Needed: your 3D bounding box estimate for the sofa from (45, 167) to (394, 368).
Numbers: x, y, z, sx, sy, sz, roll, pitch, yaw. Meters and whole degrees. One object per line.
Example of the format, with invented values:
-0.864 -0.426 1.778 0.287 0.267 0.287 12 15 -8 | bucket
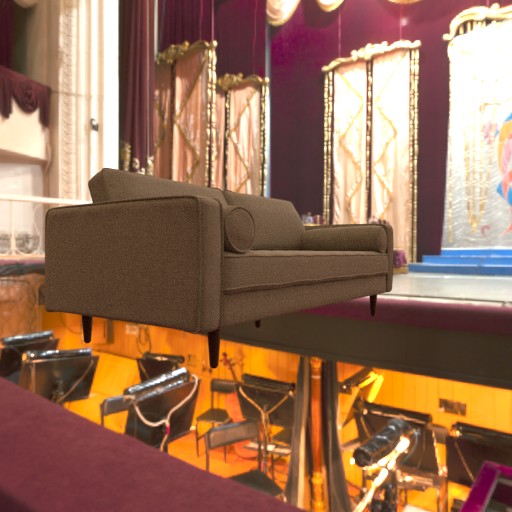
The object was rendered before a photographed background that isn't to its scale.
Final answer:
0.000 0.000 2.369 0.914 0.762 1.879 0 1 35 | sofa
